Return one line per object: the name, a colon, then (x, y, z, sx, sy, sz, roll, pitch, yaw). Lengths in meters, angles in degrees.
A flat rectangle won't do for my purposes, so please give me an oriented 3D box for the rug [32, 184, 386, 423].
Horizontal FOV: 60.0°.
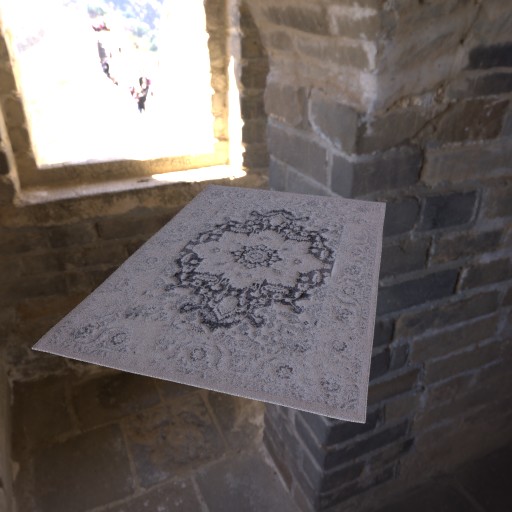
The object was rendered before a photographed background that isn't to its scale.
rug: (0.000, 0.000, 2.256, 1.223, 0.008, 1.813, 8, 31, 14)
